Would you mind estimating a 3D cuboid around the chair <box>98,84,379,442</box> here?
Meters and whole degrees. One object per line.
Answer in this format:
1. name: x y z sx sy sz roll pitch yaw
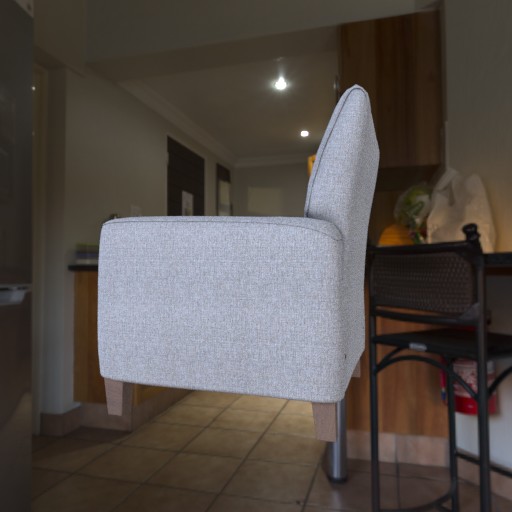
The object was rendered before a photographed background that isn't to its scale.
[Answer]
1. chair: 0.000 0.000 1.651 0.864 1.014 0.848 0 -1 18
